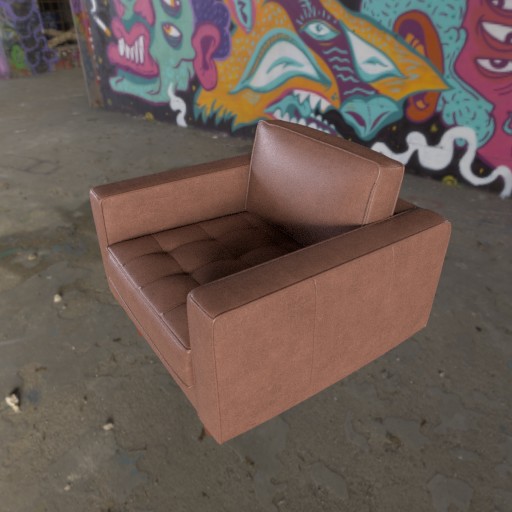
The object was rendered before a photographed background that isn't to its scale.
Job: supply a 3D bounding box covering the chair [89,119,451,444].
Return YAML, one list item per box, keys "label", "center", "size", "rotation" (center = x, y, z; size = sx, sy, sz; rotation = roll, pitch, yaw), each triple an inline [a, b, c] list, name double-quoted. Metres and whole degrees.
- label: "chair"
  center: [0.000, 0.000, 1.555]
  size: [0.900, 0.770, 0.920]
  rotation: [-20, 37, -29]
